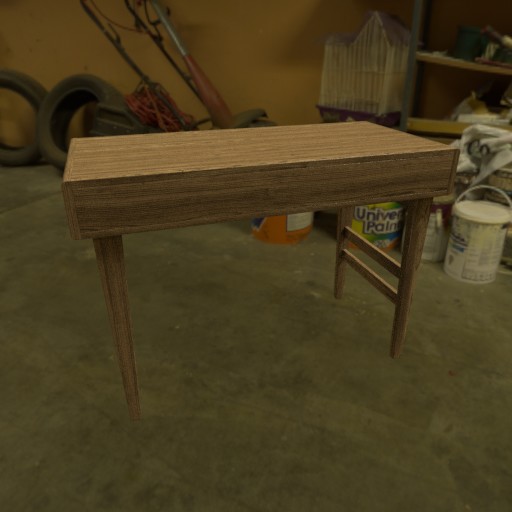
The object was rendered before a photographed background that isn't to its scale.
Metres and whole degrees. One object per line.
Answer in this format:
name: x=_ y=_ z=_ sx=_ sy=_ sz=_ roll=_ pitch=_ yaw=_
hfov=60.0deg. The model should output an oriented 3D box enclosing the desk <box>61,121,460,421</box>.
desk: x=0.000 y=0.000 z=1.496 sx=1.067 sy=0.755 sz=0.508 roll=-8 pitch=27 yaw=-17
